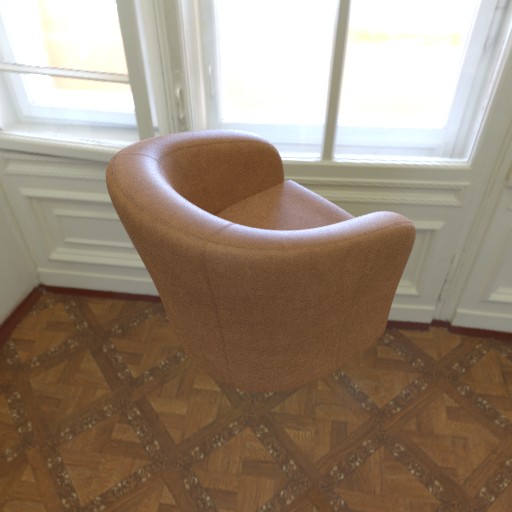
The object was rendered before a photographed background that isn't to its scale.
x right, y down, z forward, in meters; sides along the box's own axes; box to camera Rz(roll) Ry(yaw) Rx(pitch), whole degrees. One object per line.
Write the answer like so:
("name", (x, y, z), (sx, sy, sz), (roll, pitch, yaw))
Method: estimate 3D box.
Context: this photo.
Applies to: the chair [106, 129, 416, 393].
("chair", (0.000, 0.000, 1.493), (0.815, 0.771, 0.791), (-27, 47, -28))
